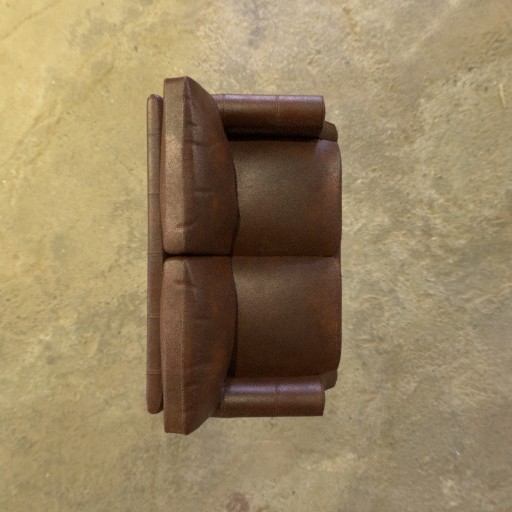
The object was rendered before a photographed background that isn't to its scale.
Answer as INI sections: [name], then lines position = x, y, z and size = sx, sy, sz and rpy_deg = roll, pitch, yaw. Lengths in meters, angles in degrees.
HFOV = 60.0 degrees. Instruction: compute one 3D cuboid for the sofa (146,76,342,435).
[sofa]
position = 0.000, 0.000, 2.300
size = 0.990, 0.976, 1.616
rpy_deg = 0, 90, 0
